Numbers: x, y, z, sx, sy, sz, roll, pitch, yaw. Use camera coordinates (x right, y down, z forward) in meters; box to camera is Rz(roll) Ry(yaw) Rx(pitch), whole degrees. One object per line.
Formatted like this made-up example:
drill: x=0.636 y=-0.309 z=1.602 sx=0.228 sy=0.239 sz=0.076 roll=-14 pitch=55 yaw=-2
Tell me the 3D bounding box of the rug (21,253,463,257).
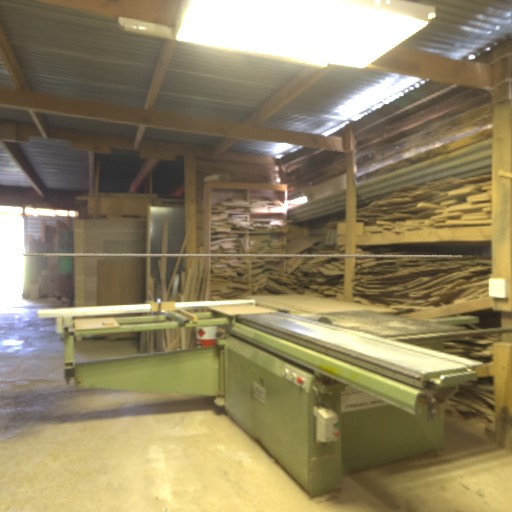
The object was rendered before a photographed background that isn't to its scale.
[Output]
rug: x=0.000 y=0.000 z=2.704 sx=2.449 sy=0.011 sz=0.774 roll=0 pitch=-1 yaw=-18
